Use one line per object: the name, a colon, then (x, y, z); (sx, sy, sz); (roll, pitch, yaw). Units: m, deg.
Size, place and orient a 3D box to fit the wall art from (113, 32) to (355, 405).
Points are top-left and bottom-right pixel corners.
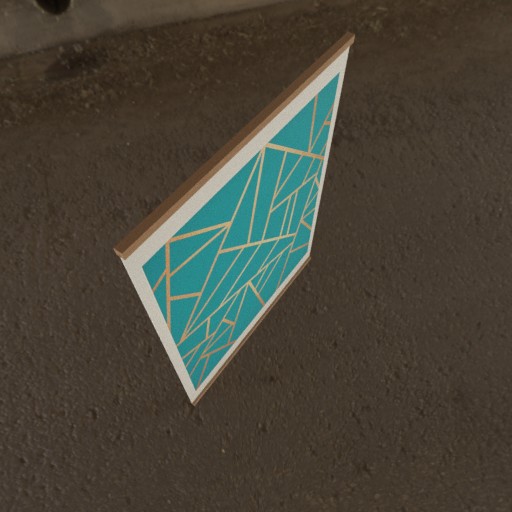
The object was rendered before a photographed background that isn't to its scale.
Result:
wall art: (0.000, 0.000, 0.791); (0.012, 0.608, 0.459); (32, 63, 18)
